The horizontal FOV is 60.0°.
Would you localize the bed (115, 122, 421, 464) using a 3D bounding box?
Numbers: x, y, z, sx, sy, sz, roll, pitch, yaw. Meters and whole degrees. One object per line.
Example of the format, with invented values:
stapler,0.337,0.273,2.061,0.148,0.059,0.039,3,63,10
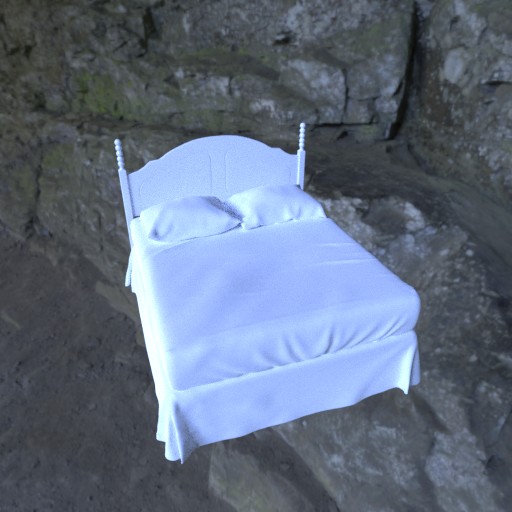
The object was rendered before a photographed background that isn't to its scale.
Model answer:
bed,0.000,0.000,3.245,1.873,1.356,2.040,-10,32,-17
